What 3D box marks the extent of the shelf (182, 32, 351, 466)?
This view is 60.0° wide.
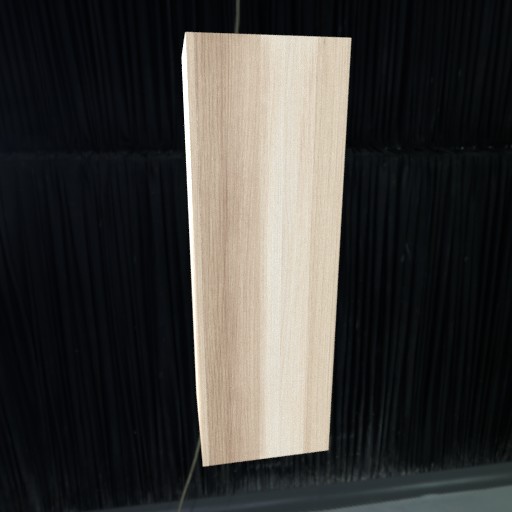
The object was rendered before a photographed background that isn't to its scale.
[{"bbox_3d":[0.000,0.000,1.018,0.290,0.872,0.290,-3,17,-10],"label":"shelf"}]
